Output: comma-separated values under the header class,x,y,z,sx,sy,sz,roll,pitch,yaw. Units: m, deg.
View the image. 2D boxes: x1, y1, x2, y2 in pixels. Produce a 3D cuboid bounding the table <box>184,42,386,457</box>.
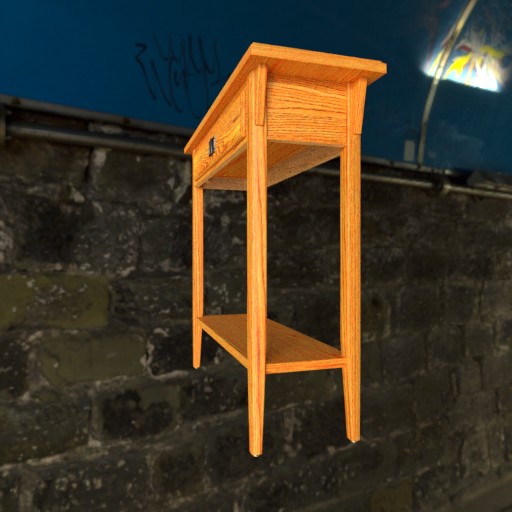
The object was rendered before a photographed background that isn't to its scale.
class,x,y,z,sx,sy,sz,roll,pitch,yaw
table,0.000,0.000,1.126,0.254,0.711,0.762,0,0,-17
